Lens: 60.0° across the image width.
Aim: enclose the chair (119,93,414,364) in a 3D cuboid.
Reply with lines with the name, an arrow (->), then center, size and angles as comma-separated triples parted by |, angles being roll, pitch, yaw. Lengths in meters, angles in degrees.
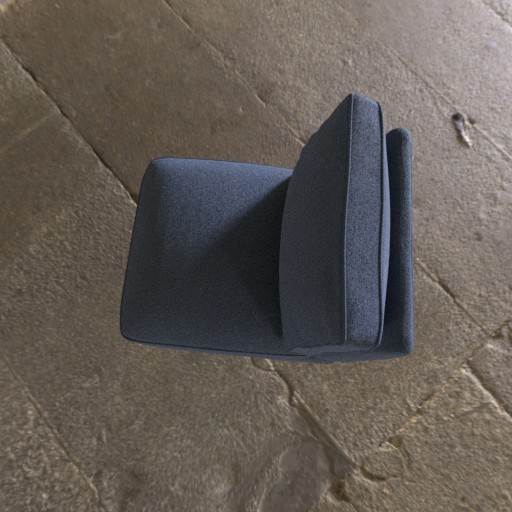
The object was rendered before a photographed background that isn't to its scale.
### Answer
chair -> 0.000, 0.000, 1.640 | 0.912, 1.052, 0.724 | 5, 74, 1
